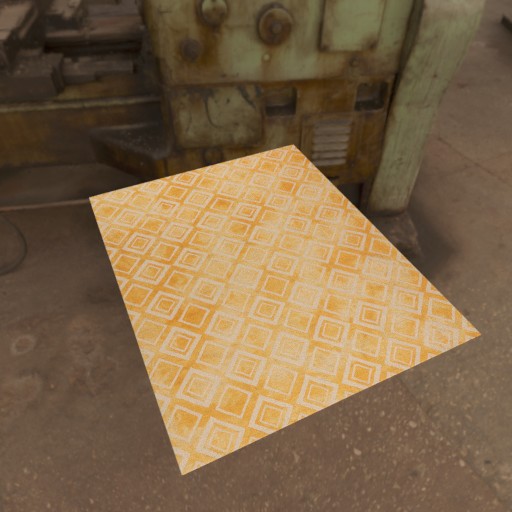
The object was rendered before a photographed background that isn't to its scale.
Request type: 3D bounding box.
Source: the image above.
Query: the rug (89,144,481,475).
[{"bbox_3d":[0.000,0.000,4.039,2.433,0.011,3.037,-19,48,-17],"label":"rug"}]
